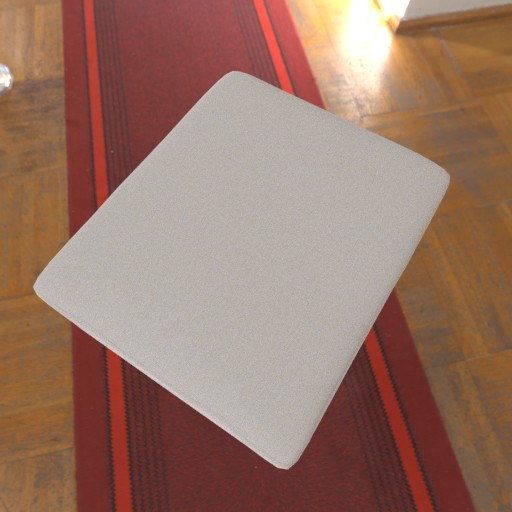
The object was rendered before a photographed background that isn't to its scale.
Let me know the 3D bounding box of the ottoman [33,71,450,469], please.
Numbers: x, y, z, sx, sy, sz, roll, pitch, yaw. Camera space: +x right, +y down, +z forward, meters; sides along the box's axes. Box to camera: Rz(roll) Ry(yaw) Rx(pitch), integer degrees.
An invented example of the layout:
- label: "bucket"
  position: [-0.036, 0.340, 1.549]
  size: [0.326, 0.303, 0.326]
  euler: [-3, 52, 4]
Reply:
- label: "ottoman"
  position: [0.000, 0.000, 1.423]
  size: [0.836, 0.492, 0.976]
  euler: [30, 68, 13]
